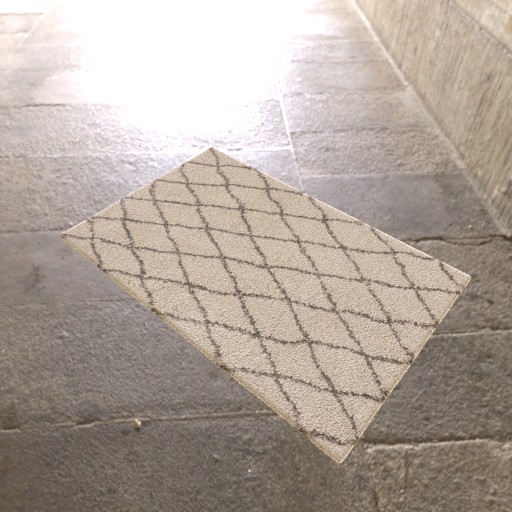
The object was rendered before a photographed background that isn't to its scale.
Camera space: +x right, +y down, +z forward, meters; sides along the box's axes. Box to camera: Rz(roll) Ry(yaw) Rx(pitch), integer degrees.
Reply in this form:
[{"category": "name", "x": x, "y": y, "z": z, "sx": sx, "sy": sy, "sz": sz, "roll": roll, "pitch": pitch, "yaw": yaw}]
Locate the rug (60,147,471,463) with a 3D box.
[{"category": "rug", "x": 0.000, "y": 0.000, "z": 3.477, "sx": 2.743, "sy": 0.030, "sz": 1.778, "roll": 32, "pitch": 54, "yaw": 27}]
